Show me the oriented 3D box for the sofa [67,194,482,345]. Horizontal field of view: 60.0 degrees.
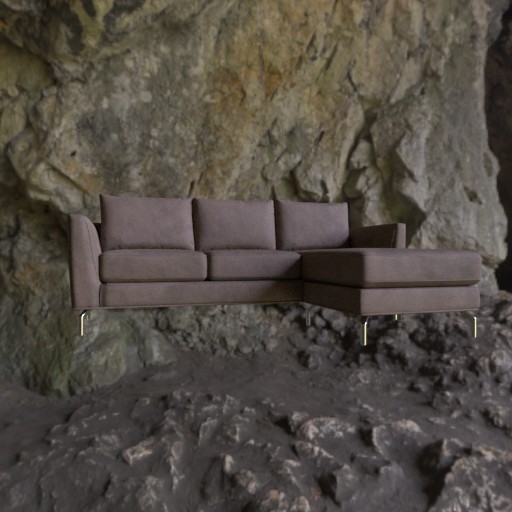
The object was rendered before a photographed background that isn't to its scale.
[{"bbox_3d":[0.000,0.000,3.098,2.438,0.987,1.622,0,0,-18],"label":"sofa"}]
